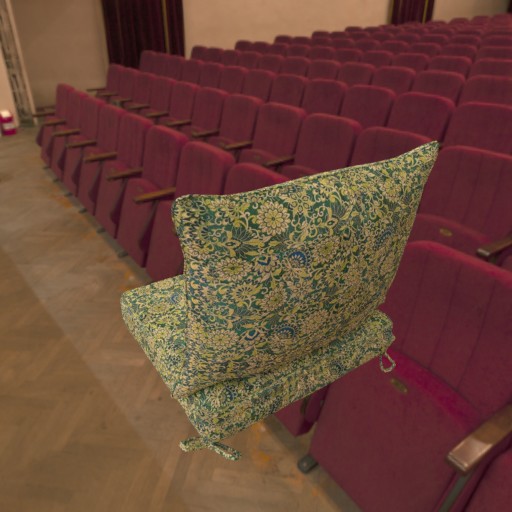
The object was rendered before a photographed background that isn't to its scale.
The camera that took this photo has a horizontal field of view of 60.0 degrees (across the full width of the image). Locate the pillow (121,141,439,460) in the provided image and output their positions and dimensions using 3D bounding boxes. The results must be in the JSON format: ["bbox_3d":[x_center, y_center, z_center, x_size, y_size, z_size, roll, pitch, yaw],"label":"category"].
[{"bbox_3d":[0.000,0.000,1.349,0.798,0.722,0.740,-18,34,-29],"label":"pillow"}]
